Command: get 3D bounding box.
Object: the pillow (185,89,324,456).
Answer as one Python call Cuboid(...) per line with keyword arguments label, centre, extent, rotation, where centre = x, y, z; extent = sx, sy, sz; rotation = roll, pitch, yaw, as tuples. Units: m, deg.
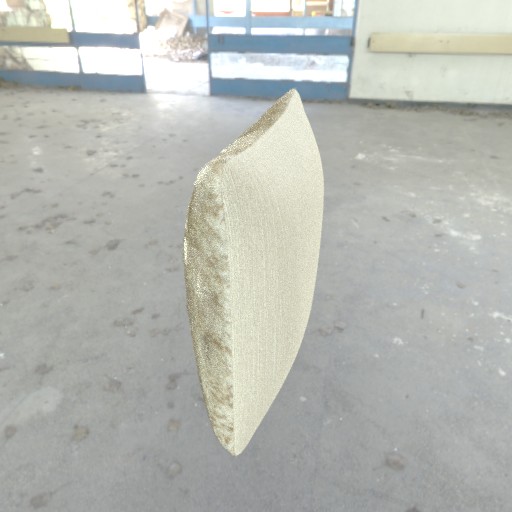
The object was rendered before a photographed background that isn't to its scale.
Cuboid(label="pillow", centre=(0.000, 0.000, 0.824), extent=(0.216, 0.525, 0.538), rotation=(7, 30, 13))
